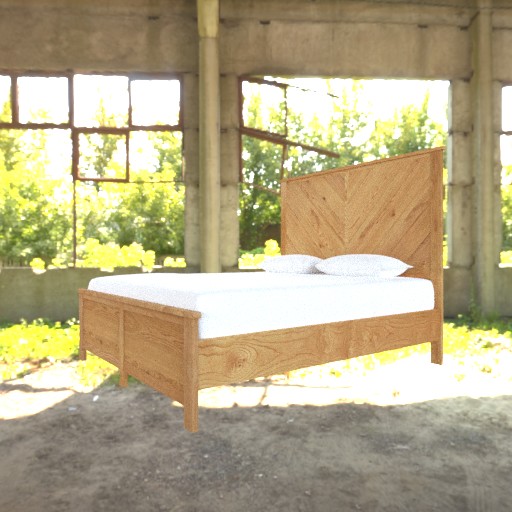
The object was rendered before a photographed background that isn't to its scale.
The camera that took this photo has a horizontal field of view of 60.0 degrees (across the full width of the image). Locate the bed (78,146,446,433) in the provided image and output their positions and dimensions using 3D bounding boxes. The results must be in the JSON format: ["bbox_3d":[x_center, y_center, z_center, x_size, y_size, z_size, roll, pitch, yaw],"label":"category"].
[{"bbox_3d":[0.000,0.000,4.051,2.530,1.938,2.225,0,0,-37],"label":"bed"}]
